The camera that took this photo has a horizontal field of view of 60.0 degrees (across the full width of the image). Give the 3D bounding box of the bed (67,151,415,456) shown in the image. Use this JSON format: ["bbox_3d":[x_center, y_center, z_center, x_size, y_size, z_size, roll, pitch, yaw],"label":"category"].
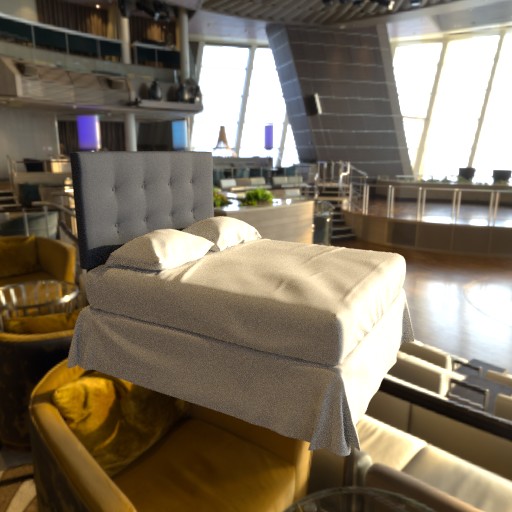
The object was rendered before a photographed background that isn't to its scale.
[{"bbox_3d":[0.000,0.000,3.430,2.222,1.577,1.936,7,15,28],"label":"bed"}]
